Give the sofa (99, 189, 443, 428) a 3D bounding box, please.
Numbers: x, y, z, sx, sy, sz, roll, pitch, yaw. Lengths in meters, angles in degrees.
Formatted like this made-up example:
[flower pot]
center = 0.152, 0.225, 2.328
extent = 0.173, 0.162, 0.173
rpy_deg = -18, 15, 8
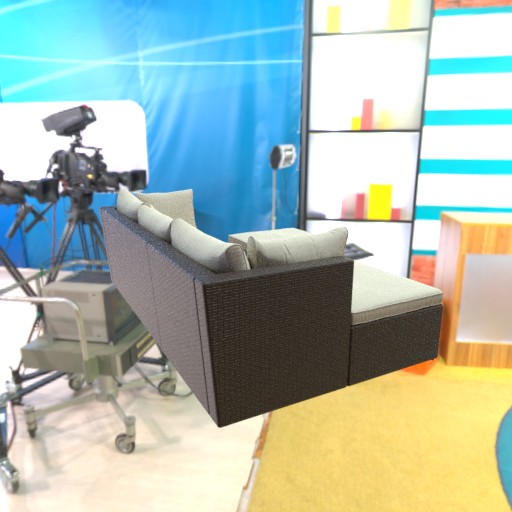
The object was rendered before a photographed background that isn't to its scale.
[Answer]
[sofa]
center = 0.000, 0.000, 2.950
extent = 1.612, 0.766, 2.192
rpy_deg = -8, 16, -27
